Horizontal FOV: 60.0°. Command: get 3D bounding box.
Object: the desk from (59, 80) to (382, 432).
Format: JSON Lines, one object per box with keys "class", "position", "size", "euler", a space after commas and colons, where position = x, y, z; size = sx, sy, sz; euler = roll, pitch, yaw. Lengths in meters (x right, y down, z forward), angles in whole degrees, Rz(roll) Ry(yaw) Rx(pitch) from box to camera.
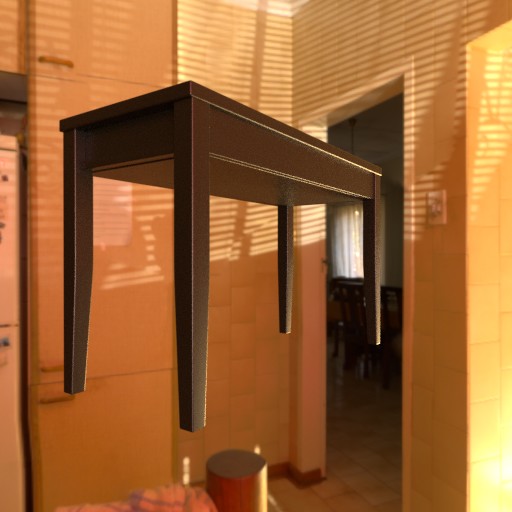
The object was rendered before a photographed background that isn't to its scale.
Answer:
{"class": "desk", "position": [0.000, 0.000, 1.609], "size": [0.508, 0.775, 1.220], "euler": [0, 0, 35]}
